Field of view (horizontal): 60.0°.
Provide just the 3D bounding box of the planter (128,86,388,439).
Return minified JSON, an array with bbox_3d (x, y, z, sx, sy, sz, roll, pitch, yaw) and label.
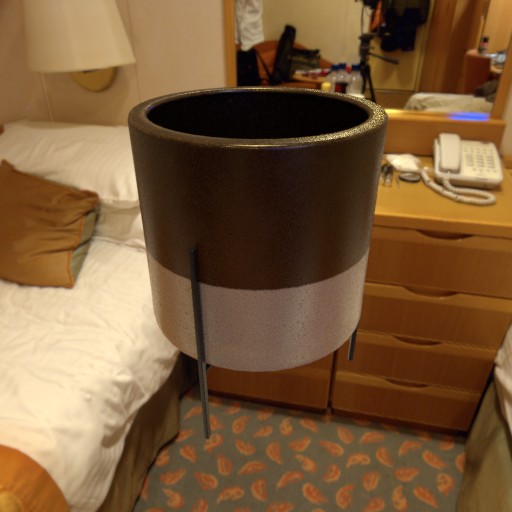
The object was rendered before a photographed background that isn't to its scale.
[{"bbox_3d":[0.000,0.000,0.716,0.345,0.465,0.354,-19,35,-29],"label":"planter"}]
